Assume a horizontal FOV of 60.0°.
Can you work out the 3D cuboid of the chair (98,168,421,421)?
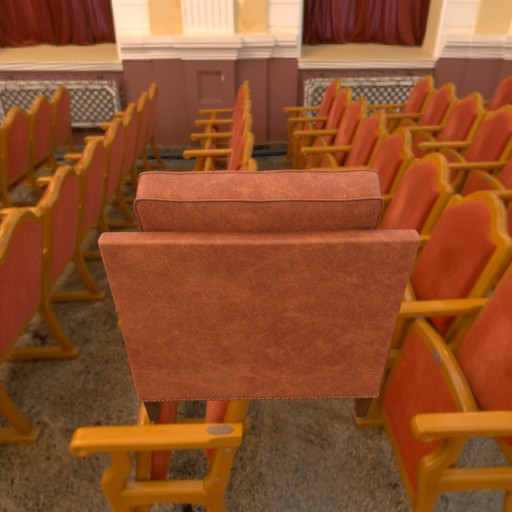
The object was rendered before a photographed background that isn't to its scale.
[{"bbox_3d":[0.000,0.000,1.746,0.853,0.943,1.014,-1,29,-1],"label":"chair"}]
